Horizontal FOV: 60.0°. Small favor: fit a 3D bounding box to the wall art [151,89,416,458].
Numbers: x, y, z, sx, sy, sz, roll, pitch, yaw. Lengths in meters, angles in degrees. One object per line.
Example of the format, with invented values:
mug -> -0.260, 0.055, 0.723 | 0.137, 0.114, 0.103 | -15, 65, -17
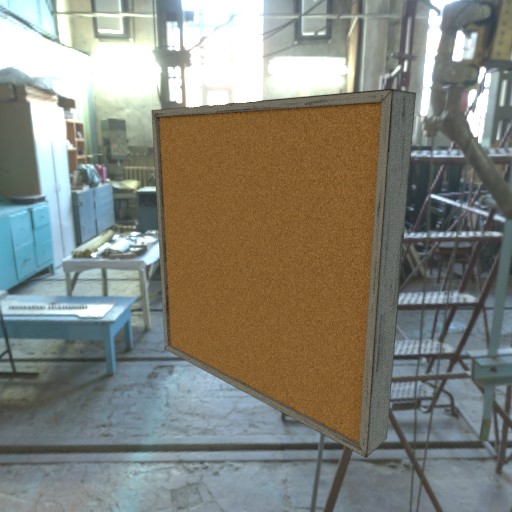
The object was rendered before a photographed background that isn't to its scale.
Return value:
wall art -> 0.000, 0.000, 0.464 | 0.303, 0.303, 0.036 | 13, 20, 42
